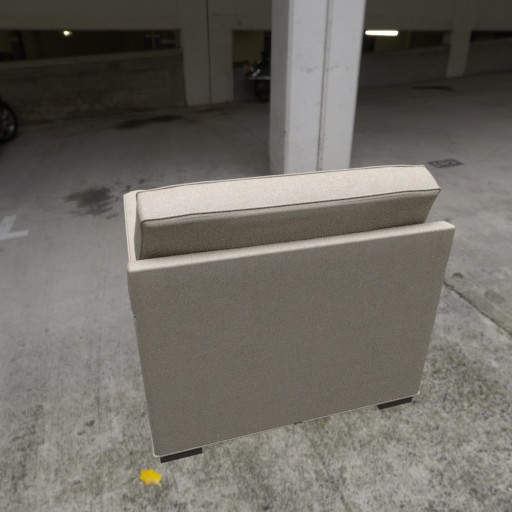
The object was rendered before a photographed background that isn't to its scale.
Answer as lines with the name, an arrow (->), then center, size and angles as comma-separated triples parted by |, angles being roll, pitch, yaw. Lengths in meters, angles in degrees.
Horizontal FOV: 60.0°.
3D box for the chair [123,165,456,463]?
chair -> 0.000, 0.000, 1.810 | 0.998, 0.913, 1.043 | -8, 28, -15
